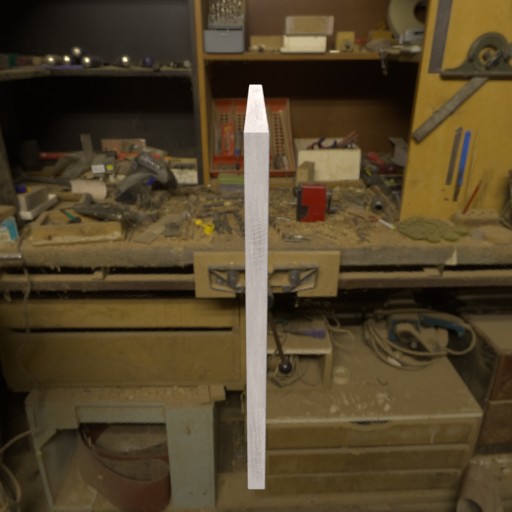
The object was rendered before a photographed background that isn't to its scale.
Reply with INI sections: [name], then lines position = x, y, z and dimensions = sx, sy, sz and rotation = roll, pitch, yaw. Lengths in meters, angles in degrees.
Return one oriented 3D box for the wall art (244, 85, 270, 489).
[wall art]
position = 0.000, 0.000, 0.454
dimensions = 0.015, 0.303, 0.303
rotation = 0, 26, 0
